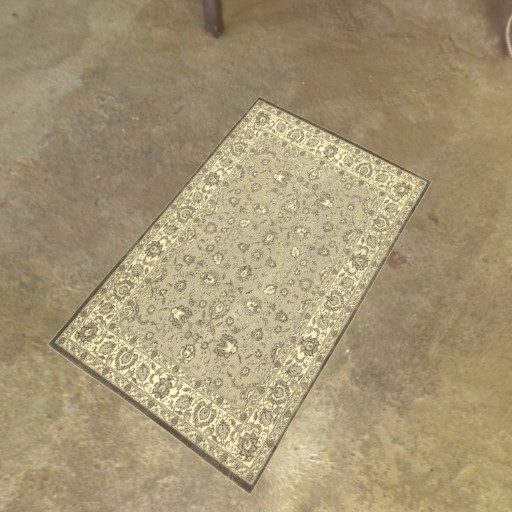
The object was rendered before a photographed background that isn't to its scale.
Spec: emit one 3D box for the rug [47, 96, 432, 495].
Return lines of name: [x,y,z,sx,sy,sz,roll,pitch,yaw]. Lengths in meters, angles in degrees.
rug: [0.000,0.000,3.012,1.524,0.011,2.438,31,69,13]
